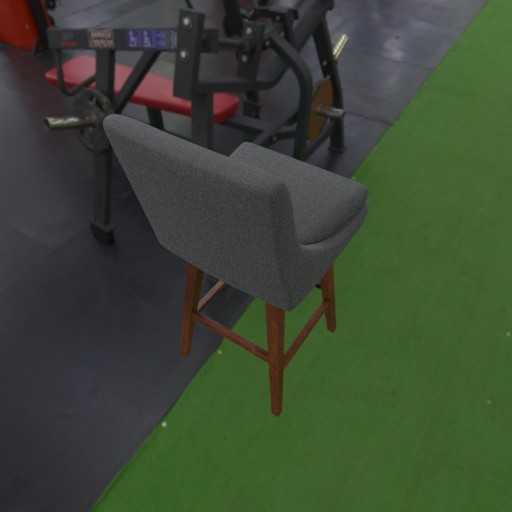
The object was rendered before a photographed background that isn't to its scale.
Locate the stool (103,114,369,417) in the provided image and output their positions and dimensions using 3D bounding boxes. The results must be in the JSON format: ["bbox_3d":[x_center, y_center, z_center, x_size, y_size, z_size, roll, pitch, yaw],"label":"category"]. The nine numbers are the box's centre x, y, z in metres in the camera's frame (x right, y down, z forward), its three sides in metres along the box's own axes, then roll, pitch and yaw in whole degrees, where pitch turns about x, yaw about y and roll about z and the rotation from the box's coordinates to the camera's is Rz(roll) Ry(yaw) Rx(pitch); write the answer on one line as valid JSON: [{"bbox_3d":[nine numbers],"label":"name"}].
[{"bbox_3d":[0.000,0.000,1.269,0.447,0.977,0.524,26,52,23],"label":"stool"}]
